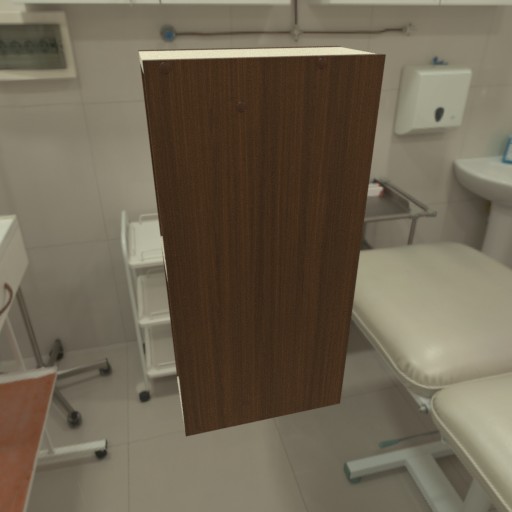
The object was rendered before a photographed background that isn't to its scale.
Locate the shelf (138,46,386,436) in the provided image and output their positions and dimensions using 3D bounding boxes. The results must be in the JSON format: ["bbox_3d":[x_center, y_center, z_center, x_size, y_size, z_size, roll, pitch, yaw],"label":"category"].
[{"bbox_3d":[0.000,0.000,0.715,0.290,0.600,0.147,-7,30,-13],"label":"shelf"}]
